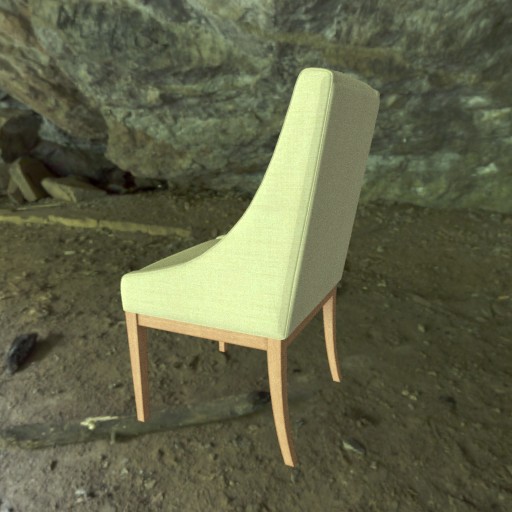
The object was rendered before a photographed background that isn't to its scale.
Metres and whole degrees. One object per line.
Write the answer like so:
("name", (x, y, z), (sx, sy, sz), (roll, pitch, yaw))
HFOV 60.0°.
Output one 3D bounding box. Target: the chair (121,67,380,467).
("chair", (0.000, 0.000, 1.399), (0.611, 1.021, 0.575), (7, 17, 24))
